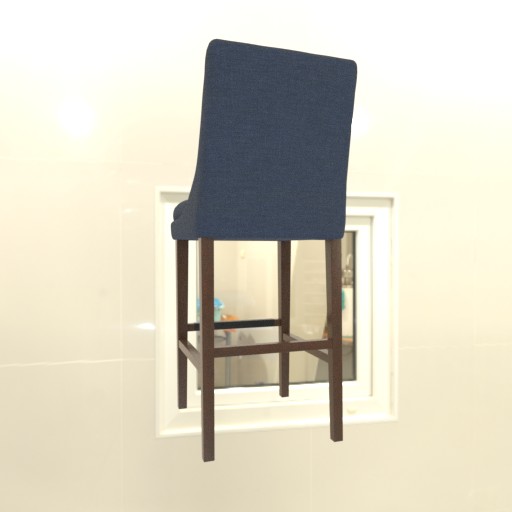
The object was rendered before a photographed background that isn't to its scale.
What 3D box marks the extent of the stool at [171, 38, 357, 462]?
[{"bbox_3d":[0.000,0.000,1.397,0.470,1.078,0.577,0,1,-19],"label":"stool"}]
